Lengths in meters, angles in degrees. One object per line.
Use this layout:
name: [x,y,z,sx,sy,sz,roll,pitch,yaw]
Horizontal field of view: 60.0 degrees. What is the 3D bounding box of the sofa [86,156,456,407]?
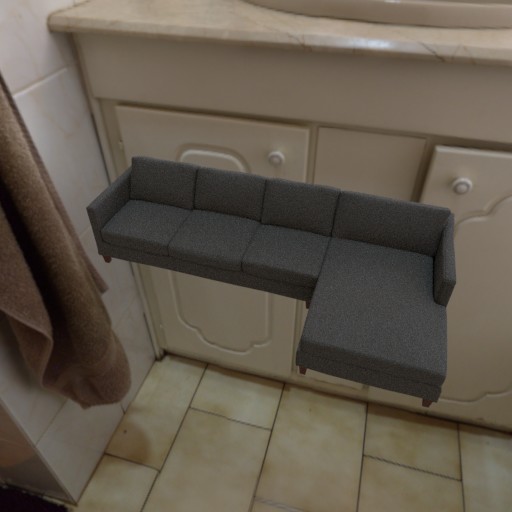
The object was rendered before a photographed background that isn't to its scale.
sofa: [0.000,0.000,3.867,3.186,0.846,1.625,12,42,13]
